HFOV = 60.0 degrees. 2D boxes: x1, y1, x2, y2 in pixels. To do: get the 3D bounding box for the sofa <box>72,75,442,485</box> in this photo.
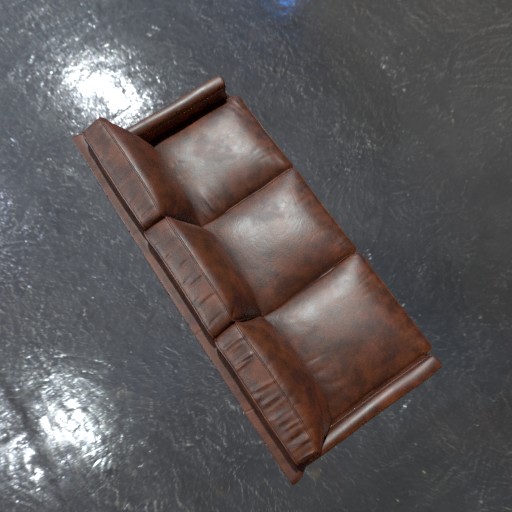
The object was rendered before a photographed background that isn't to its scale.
[{"bbox_3d":[0.000,0.000,2.678,1.084,1.003,2.240,-33,77,-9],"label":"sofa"}]
